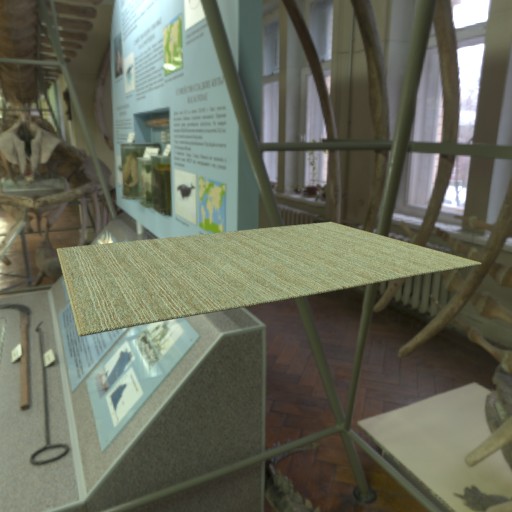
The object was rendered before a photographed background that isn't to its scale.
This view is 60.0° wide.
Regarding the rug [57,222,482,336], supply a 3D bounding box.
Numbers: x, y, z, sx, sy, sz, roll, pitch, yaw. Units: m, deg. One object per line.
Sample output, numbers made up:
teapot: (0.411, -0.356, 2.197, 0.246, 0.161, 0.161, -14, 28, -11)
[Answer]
rug: (0.000, 0.000, 2.284, 1.824, 0.010, 1.240, -7, 16, -25)
